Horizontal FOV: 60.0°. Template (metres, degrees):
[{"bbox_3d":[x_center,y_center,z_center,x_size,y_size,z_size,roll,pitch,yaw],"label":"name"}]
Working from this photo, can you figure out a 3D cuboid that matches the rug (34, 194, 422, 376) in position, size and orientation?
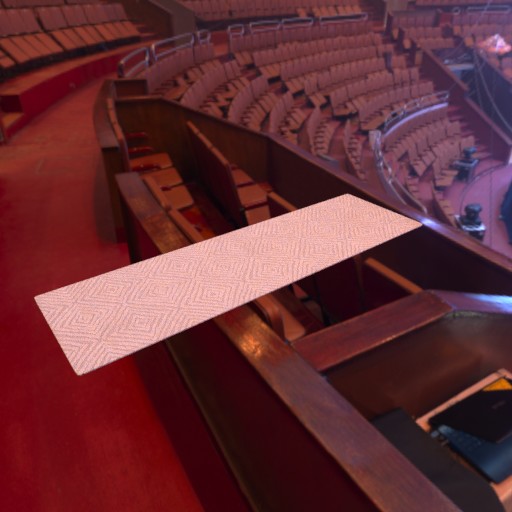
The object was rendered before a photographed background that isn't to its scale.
[{"bbox_3d":[0.000,0.000,2.579,2.277,0.008,0.676,-21,36,-32],"label":"rug"}]
